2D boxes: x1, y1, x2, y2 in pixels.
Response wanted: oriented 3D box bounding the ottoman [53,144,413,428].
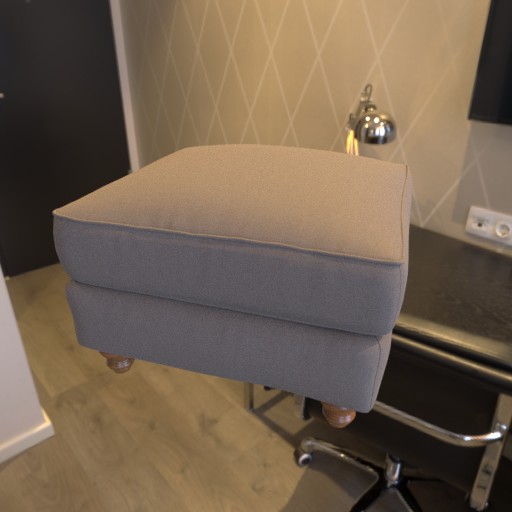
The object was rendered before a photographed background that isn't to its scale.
[{"bbox_3d":[0.000,0.000,1.140,0.721,0.505,0.662,8,28,16],"label":"ottoman"}]
